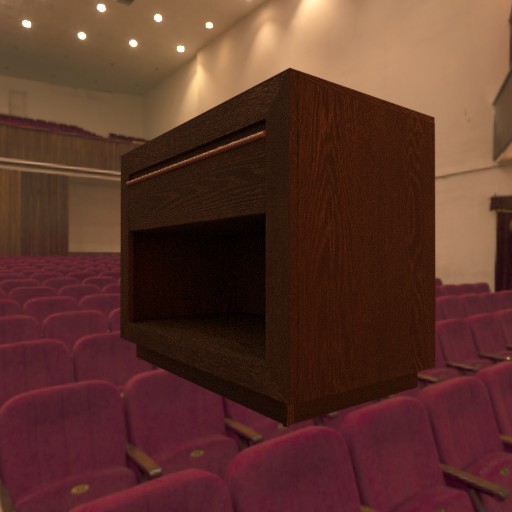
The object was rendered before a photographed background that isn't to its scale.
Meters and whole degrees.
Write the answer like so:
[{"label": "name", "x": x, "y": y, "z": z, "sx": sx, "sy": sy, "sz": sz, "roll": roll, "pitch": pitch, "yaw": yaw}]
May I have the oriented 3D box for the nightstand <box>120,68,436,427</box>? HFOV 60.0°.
[{"label": "nightstand", "x": 0.000, "y": 0.000, "z": 1.165, "sx": 0.457, "sy": 0.612, "sz": 0.775, "roll": 0, "pitch": -1, "yaw": -37}]
